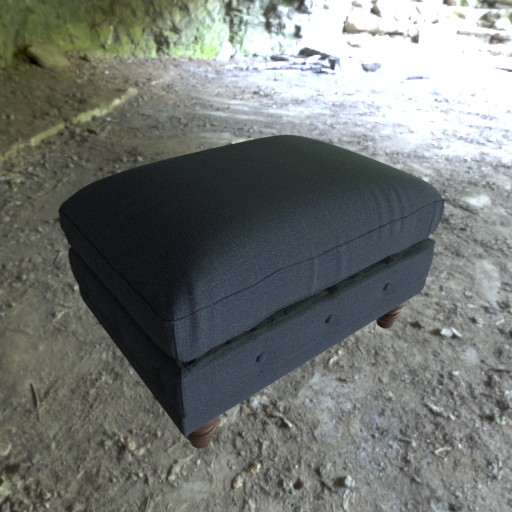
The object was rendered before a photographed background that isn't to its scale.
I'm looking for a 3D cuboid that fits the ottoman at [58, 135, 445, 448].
[{"bbox_3d":[0.000,0.000,1.121,0.767,0.486,0.558,-22,38,-32],"label":"ottoman"}]
